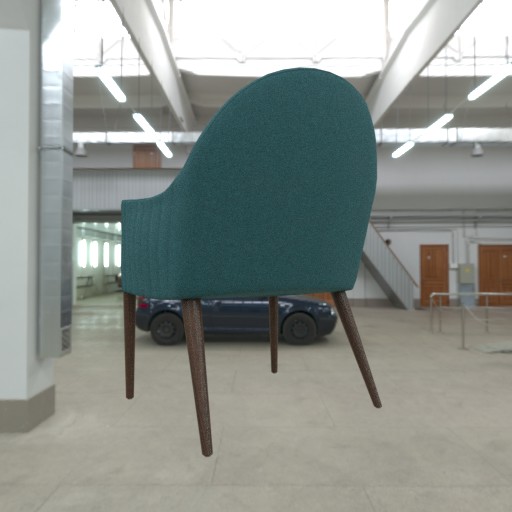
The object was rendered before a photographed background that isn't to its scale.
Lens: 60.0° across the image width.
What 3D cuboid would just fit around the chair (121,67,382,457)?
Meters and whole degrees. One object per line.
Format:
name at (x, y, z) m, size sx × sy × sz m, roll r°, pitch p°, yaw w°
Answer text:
chair at (0.000, 0.000, 1.349) m, size 0.656 × 0.907 × 0.652 m, roll 1°, pitch -1°, yaw -35°
